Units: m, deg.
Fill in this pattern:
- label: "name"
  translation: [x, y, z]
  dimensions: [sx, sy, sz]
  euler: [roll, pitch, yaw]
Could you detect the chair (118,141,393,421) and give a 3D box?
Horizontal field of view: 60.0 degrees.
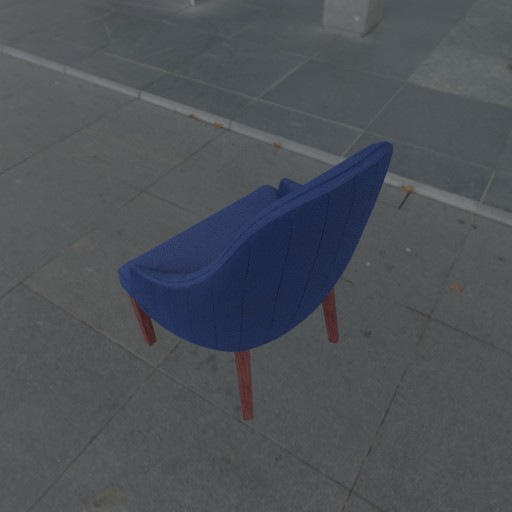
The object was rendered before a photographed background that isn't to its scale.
- label: "chair"
  translation: [0.000, 0.000, 1.300]
  dimensions: [0.643, 0.889, 0.575]
  euler: [-33, 55, -28]
